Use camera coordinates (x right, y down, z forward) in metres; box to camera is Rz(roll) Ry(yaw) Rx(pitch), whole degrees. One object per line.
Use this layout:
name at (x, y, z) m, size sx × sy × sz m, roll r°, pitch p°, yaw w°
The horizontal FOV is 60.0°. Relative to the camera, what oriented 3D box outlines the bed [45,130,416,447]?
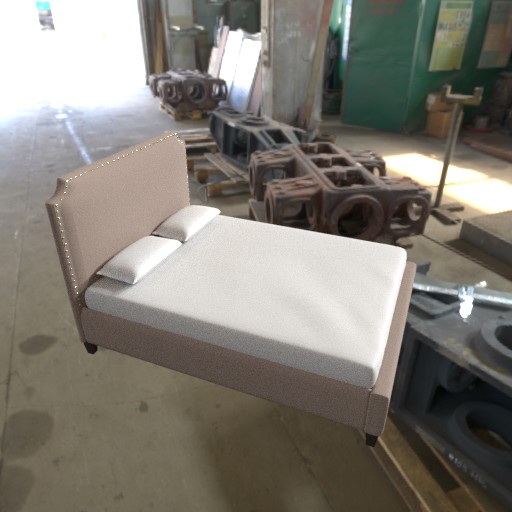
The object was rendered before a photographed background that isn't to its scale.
bed at (0.000, 0.000, 3.494) m, size 2.372 × 1.443 × 1.713 m, roll 12°, pitch 31°, yaw 20°
